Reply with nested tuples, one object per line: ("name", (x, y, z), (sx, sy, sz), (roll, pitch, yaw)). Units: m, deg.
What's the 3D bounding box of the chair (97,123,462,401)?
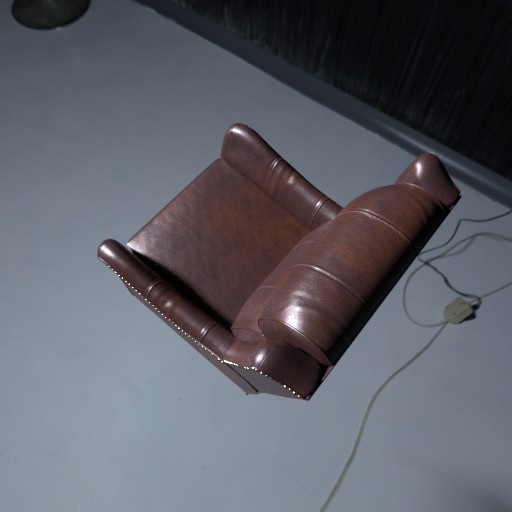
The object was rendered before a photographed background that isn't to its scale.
("chair", (0.000, 0.000, 1.806), (1.008, 1.084, 0.869), (37, 70, 16))
